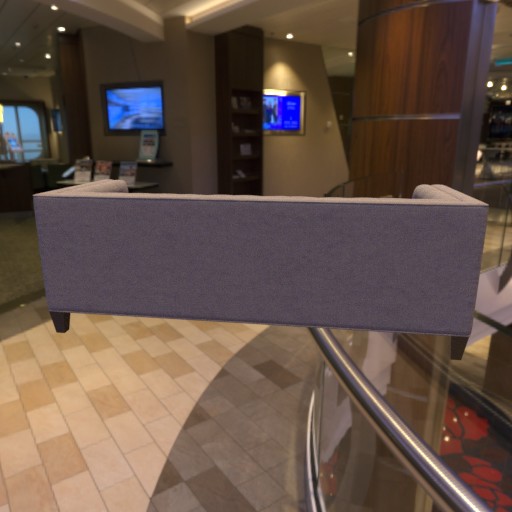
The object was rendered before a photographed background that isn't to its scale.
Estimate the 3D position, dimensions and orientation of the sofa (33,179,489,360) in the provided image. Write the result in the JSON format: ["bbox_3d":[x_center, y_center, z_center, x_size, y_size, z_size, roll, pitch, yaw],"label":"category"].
[{"bbox_3d":[0.000,0.000,2.526,2.159,0.762,0.775,2,16,8],"label":"sofa"}]
